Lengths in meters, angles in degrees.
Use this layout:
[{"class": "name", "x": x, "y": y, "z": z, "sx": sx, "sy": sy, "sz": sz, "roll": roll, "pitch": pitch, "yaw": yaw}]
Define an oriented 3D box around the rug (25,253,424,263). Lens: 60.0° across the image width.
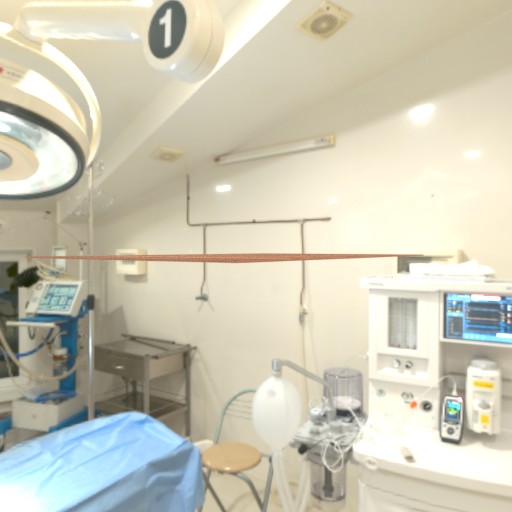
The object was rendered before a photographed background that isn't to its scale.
[{"class": "rug", "x": 0.000, "y": 0.000, "z": 2.350, "sx": 1.217, "sy": 0.007, "sz": 1.828, "roll": 1, "pitch": 1, "yaw": 37}]
